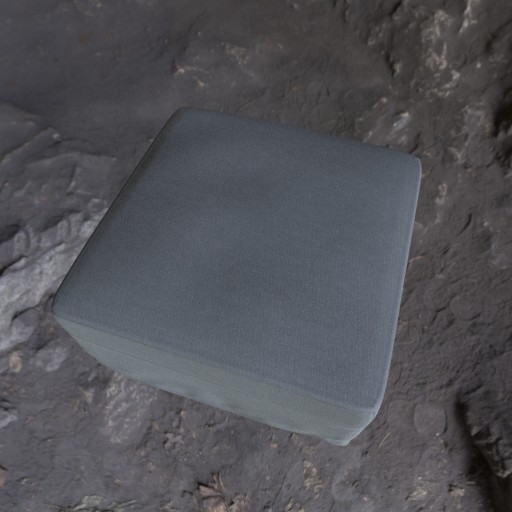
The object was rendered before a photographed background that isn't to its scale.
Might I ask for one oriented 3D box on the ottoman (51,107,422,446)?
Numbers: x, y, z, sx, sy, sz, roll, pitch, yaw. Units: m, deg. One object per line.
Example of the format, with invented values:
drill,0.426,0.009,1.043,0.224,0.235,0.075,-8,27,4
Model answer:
ottoman,0.000,0.000,1.363,0.842,0.441,0.843,15,58,10
